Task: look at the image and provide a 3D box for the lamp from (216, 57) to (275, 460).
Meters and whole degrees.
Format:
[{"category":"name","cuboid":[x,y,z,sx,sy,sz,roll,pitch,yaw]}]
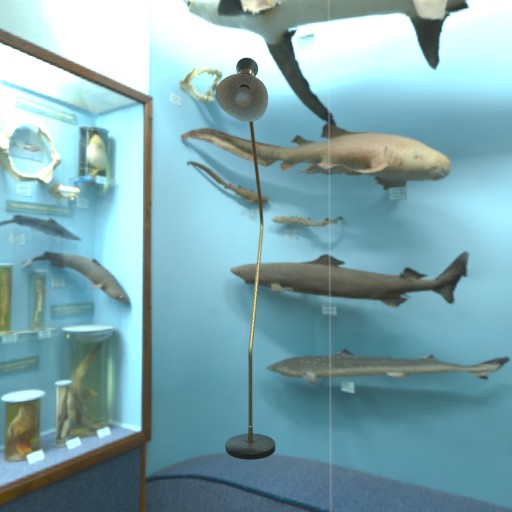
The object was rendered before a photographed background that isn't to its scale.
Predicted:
[{"category":"lamp","cuboid":[0.000,0.000,1.623,0.277,1.438,0.467,-1,-2,34]}]
